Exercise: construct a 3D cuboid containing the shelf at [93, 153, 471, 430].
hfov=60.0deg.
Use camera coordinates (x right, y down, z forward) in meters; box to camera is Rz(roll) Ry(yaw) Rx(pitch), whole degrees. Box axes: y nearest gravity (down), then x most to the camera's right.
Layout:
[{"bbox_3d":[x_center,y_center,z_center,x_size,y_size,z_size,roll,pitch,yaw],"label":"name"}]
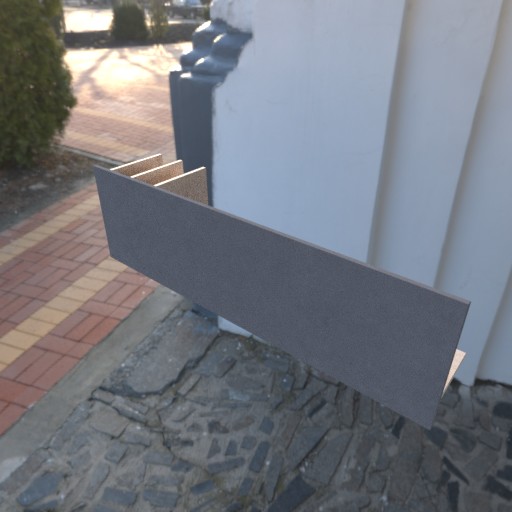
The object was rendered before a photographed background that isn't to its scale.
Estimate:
[{"bbox_3d":[0.000,0.000,1.112,1.020,0.300,0.200,23,38,33],"label":"shelf"}]
